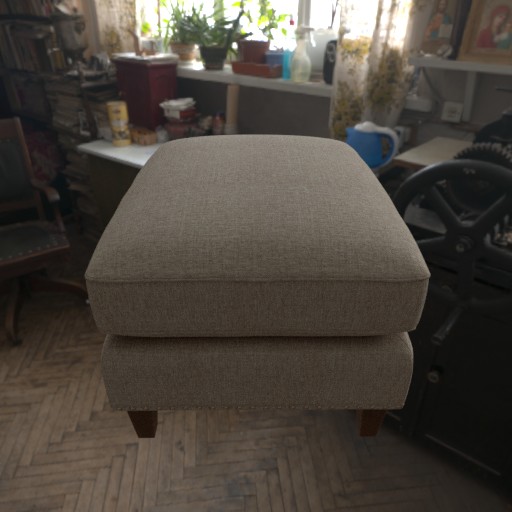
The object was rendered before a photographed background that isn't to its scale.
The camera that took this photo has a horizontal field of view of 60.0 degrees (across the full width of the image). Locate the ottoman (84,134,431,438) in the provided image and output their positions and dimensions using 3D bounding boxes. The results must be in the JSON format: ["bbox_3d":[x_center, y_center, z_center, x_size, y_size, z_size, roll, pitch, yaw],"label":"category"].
[{"bbox_3d":[0.000,0.000,1.113,0.584,0.513,0.741,0,31,0],"label":"ottoman"}]
